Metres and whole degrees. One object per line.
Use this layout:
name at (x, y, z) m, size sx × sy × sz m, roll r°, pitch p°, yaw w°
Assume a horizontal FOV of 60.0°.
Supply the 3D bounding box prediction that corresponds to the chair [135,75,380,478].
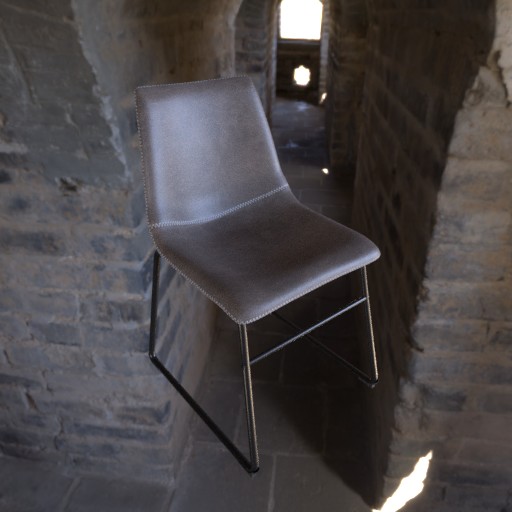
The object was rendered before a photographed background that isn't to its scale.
chair at (0.000, 0.000, 1.126) m, size 0.460 × 0.780 × 0.550 m, roll -22°, pitch 36°, yaw -33°
